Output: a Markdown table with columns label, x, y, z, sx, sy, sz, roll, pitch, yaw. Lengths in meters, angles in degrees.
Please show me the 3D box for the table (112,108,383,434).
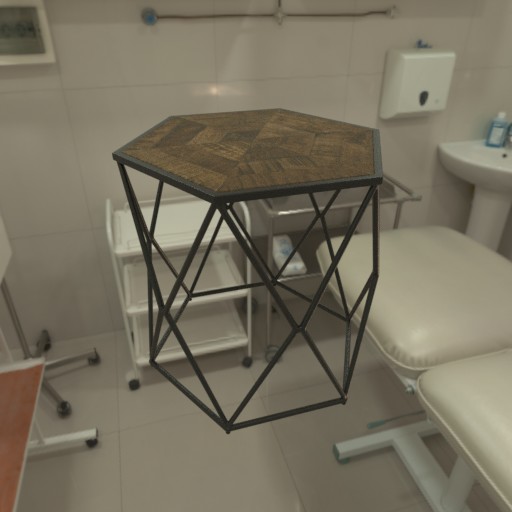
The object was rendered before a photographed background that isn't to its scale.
| label | x | y | z | sx | sy | sz | roll | pitch | yaw |
| --- | --- | --- | --- | --- | --- | --- | --- | --- | --- |
| table | 0.000 | 0.000 | 1.068 | 0.578 | 0.564 | 0.579 | -9 | 32 | -14 |
